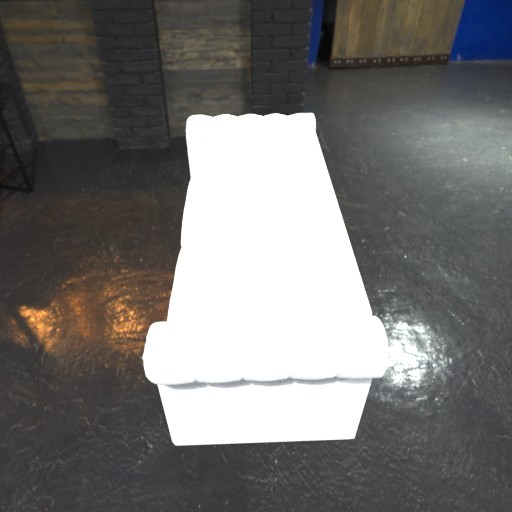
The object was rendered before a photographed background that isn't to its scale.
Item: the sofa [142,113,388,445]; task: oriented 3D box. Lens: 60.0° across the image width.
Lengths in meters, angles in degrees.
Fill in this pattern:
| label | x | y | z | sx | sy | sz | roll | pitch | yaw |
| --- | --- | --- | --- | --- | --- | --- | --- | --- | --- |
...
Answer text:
| label | x | y | z | sx | sy | sz | roll | pitch | yaw |
| --- | --- | --- | --- | --- | --- | --- | --- | --- | --- |
| sofa | 0.000 | 0.000 | 2.245 | 0.771 | 0.796 | 1.798 | -1 | 41 | -2 |
